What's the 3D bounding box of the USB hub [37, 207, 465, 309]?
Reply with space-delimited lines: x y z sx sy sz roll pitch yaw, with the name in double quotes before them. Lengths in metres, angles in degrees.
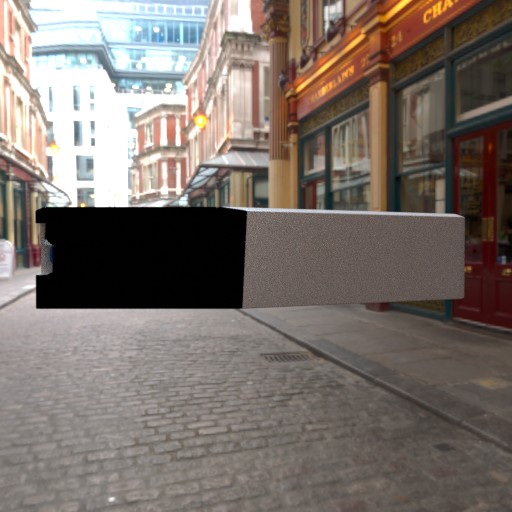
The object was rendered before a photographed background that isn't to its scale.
"USB hub" 0.000 0.000 0.124 0.110 0.023 0.044 0 1 -19
